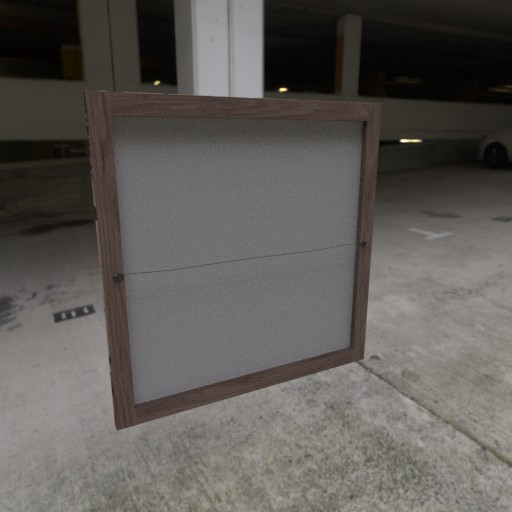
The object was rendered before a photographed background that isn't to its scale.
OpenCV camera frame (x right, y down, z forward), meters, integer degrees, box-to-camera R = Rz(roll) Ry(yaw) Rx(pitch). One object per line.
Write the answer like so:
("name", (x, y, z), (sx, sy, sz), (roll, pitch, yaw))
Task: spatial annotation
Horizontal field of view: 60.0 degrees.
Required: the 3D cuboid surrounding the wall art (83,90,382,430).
("wall art", (0.000, 0.000, 1.133), (0.757, 0.762, 0.028), (-8, 17, -27))
